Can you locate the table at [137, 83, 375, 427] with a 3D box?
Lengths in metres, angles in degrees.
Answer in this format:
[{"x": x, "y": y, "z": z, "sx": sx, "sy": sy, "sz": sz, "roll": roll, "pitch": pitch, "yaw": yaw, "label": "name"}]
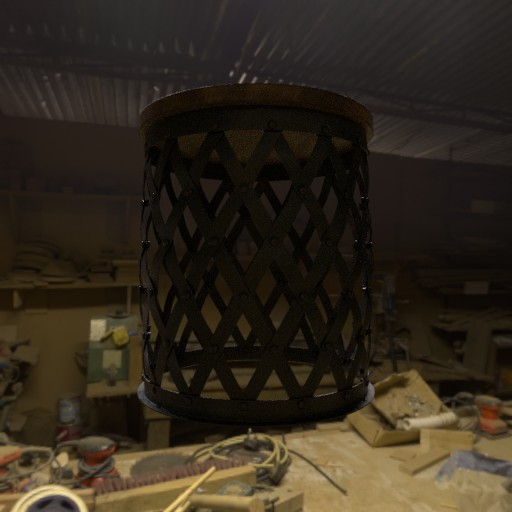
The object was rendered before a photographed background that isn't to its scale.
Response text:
[{"x": 0.000, "y": 0.000, "z": 0.786, "sx": 0.405, "sy": 0.454, "sz": 0.405, "roll": 0, "pitch": -1, "yaw": 0, "label": "table"}]
